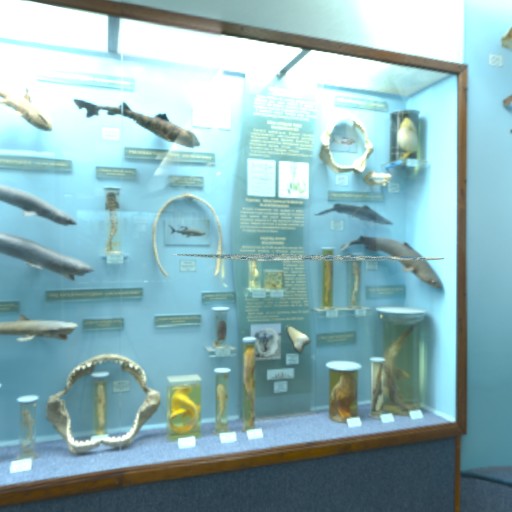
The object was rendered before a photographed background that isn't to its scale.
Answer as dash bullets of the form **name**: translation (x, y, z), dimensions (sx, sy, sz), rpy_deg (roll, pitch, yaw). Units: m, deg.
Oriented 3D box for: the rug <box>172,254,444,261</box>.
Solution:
- **rug**: translation (0.000, 0.000, 2.731), dimensions (0.768, 0.011, 2.446), rpy_deg (0, 1, -17)
